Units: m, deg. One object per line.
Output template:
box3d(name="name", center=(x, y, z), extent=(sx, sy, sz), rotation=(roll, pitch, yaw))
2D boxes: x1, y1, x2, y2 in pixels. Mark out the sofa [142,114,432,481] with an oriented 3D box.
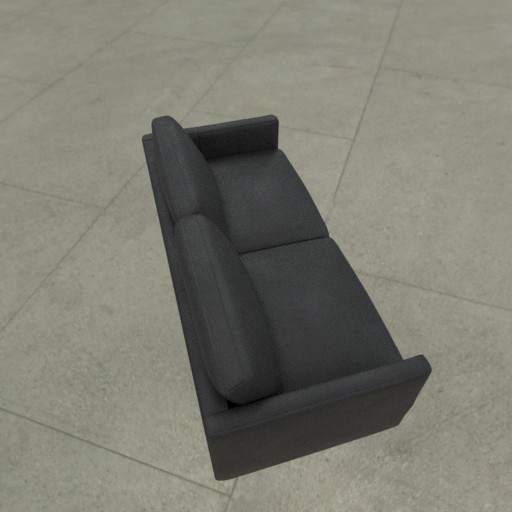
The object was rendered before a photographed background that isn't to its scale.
box3d(name="sofa", center=(0.000, 0.000, 2.414), extent=(0.933, 0.863, 1.971), rotation=(-12, 49, -11))
